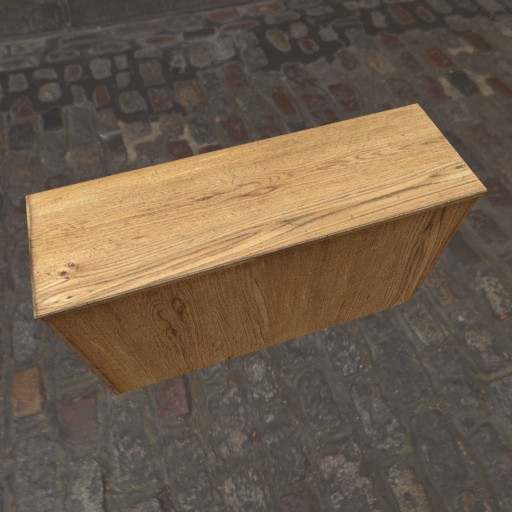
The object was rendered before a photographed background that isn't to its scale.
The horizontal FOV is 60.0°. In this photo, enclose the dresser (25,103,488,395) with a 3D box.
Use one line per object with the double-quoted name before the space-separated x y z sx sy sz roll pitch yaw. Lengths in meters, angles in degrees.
"dresser" 0.000 0.000 2.062 1.657 0.932 0.563 -16 59 -10
